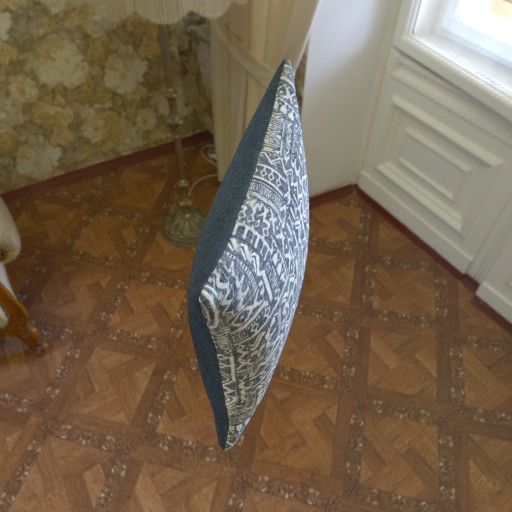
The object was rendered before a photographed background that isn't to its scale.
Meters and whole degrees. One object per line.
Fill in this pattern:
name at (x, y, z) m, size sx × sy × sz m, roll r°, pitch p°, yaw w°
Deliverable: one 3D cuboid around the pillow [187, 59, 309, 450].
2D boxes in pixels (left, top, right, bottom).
pillow at (0.000, 0.000, 0.804) m, size 0.180 × 0.487 × 0.546 m, roll 9°, pitch 50°, yaw 8°
